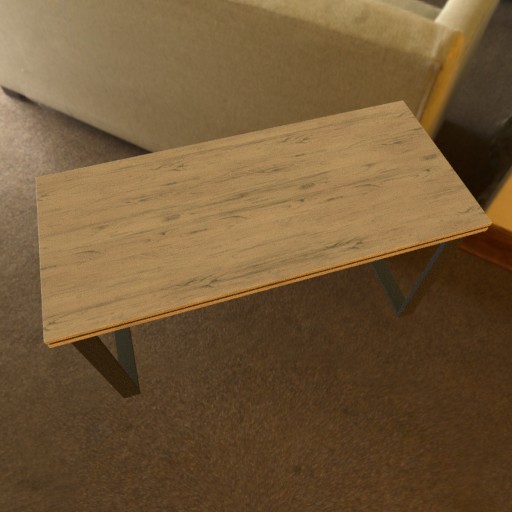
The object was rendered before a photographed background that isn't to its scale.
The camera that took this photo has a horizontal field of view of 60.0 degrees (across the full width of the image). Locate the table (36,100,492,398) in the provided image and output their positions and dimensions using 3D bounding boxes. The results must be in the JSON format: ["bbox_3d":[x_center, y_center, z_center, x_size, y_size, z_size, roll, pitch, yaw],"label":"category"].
[{"bbox_3d":[0.000,0.000,2.257,1.778,0.899,0.795,-14,59,-9],"label":"table"}]
